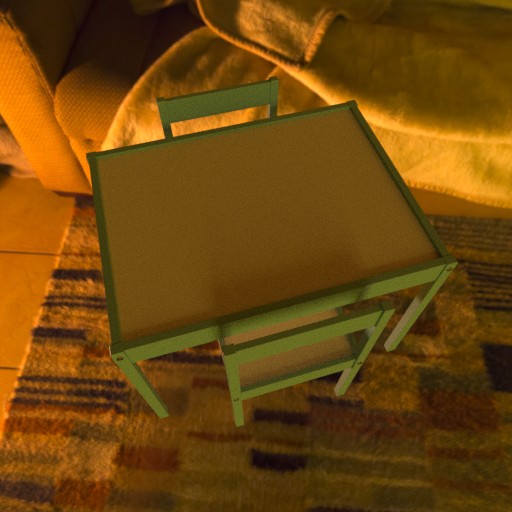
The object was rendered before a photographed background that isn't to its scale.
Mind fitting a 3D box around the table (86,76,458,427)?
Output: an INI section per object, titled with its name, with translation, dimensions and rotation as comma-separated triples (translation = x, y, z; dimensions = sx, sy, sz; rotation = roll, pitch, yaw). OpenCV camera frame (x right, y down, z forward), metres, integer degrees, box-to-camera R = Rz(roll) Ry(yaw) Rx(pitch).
[table]
translation = 0.000, 0.000, 1.068
dimensions = 0.639, 0.503, 0.633
rotation = -14, 59, -9
